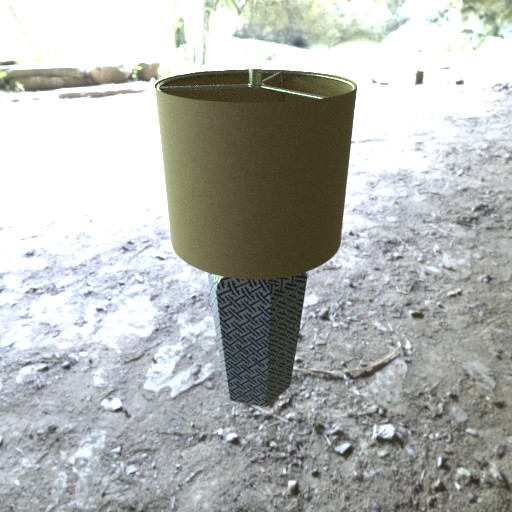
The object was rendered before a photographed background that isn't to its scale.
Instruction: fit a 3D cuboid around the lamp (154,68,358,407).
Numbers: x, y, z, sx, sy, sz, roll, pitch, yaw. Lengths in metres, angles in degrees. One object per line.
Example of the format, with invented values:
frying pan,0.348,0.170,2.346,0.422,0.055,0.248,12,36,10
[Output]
lamp,0.000,0.000,0.870,0.320,0.682,0.320,9,31,16
